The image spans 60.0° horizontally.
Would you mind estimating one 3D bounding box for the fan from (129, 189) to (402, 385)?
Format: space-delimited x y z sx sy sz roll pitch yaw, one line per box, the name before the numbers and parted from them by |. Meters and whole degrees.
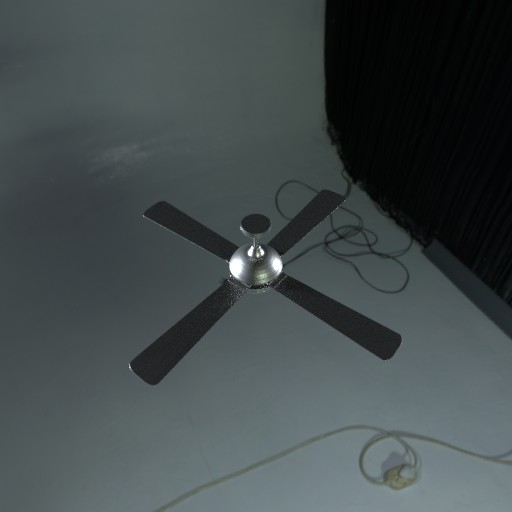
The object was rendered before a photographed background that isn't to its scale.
fan | 0.000 0.000 1.942 1.321 0.381 1.321 -23 51 -21
